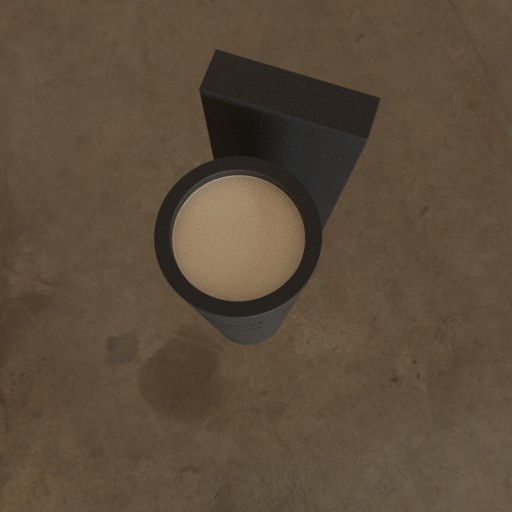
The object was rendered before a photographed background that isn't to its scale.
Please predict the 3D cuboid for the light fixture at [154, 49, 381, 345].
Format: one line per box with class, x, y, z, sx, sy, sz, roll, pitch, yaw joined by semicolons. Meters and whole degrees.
light fixture;0.000;0.000;0.405;0.105;0.330;0.149;18;77;4
